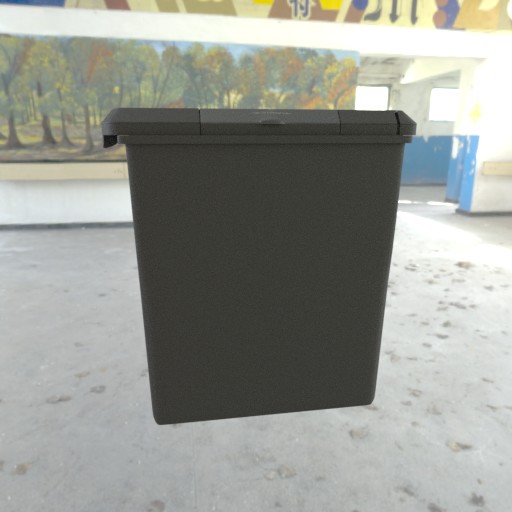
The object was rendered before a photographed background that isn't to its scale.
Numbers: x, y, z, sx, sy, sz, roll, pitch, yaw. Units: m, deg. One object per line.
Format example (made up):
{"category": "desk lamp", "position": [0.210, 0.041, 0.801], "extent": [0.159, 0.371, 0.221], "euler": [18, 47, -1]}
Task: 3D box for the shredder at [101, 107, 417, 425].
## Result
{"category": "shredder", "position": [0.000, 0.000, 0.527], "extent": [0.320, 0.335, 0.170], "euler": [-2, 15, -9]}
